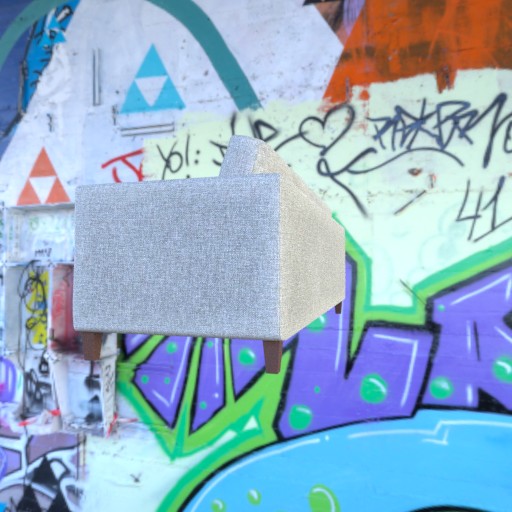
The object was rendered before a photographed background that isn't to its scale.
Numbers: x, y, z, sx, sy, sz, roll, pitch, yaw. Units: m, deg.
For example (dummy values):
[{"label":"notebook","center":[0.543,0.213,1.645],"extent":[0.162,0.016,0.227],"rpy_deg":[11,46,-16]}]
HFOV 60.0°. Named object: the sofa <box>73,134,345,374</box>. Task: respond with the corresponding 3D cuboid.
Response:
[{"label":"sofa","center":[0.000,0.000,2.903],"extent":[0.948,0.951,2.434],"rpy_deg":[0,-2,17]}]
